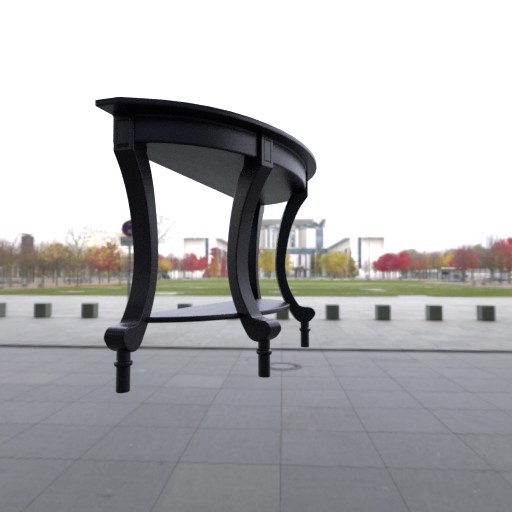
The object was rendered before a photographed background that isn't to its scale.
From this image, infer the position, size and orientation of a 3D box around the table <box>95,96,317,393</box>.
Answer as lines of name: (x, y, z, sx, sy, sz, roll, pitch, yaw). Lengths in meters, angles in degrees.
table: (0.000, 0.000, 1.527, 0.394, 0.692, 1.198, -1, -3, 18)
